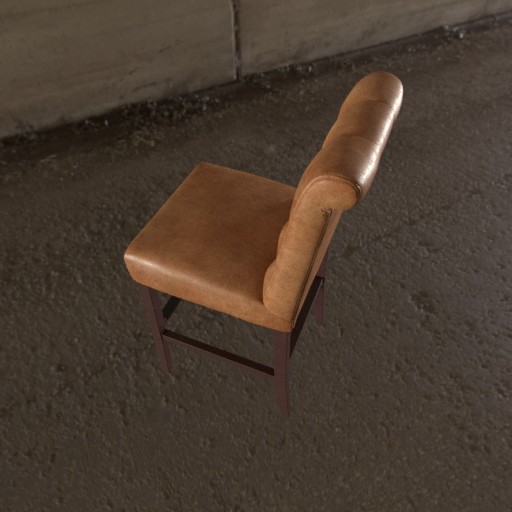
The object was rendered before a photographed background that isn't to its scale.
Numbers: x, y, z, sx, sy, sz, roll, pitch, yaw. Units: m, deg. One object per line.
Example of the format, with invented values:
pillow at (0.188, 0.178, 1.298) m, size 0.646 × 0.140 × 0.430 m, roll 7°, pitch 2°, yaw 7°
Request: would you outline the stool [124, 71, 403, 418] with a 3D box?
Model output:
stool at (0.000, 0.000, 1.355) m, size 0.601 × 1.047 × 0.493 m, roll 17°, pitch 49°, yaw 15°
